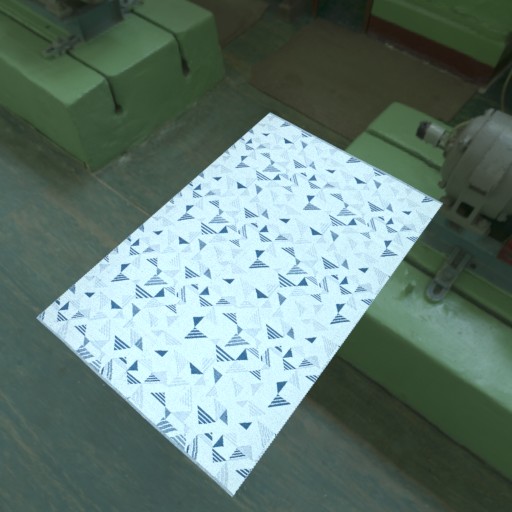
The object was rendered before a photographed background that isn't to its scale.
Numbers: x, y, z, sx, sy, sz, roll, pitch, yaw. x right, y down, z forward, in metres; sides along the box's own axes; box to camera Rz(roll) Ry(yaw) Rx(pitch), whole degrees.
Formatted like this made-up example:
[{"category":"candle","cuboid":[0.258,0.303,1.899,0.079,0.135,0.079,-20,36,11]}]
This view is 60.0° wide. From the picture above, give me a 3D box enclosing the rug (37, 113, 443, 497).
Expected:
[{"category":"rug","cuboid":[0.000,0.000,2.277,1.206,0.003,1.835,34,64,19]}]
